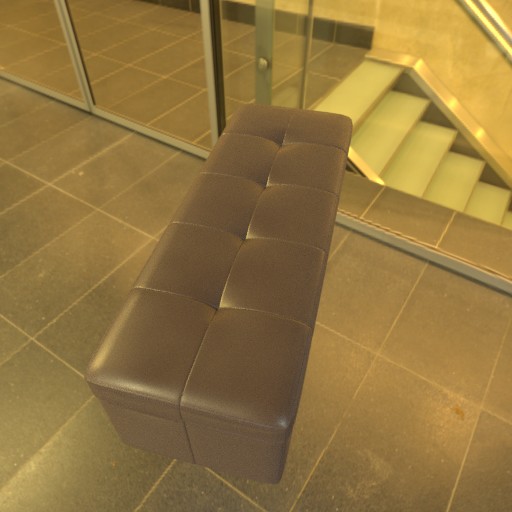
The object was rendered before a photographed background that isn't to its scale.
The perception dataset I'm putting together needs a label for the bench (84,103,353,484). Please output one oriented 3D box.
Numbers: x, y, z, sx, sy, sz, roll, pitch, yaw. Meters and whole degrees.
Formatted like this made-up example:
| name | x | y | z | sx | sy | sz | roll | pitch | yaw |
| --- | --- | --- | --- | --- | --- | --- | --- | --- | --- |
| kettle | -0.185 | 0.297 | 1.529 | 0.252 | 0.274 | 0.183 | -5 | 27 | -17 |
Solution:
| name | x | y | z | sx | sy | sz | roll | pitch | yaw |
| --- | --- | --- | --- | --- | --- | --- | --- | --- | --- |
| bench | 0.000 | 0.000 | 1.401 | 0.450 | 0.417 | 1.219 | 10 | 47 | 10 |
